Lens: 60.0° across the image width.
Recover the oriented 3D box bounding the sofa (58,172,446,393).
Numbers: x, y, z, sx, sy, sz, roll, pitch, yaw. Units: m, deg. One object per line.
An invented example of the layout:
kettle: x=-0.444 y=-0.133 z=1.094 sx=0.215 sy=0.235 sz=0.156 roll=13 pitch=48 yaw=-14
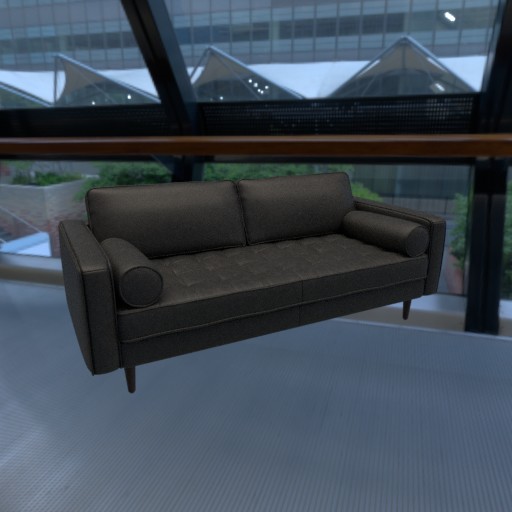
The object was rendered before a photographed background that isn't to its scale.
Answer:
sofa: x=0.000 y=0.000 z=2.373 sx=1.879 sy=0.770 sz=0.921 roll=-9 pitch=19 yaw=-26
